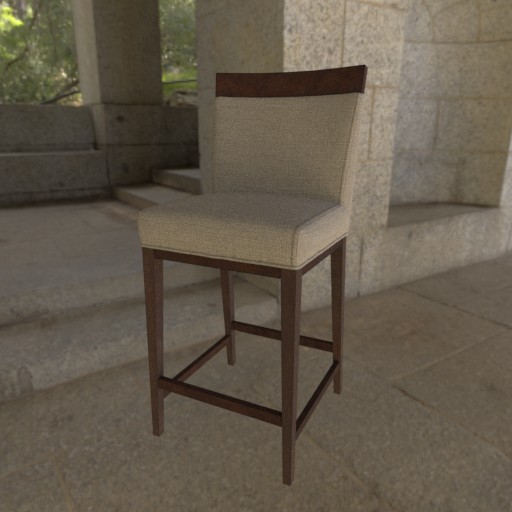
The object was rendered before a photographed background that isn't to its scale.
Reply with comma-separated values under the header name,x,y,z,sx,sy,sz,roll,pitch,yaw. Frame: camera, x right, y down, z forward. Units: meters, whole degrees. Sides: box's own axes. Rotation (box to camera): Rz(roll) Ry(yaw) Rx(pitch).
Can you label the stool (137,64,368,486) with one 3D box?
name,x,y,z,sx,sy,sz,roll,pitch,yaw
stool,0.000,0.000,1.377,0.511,1.117,0.531,8,19,25
